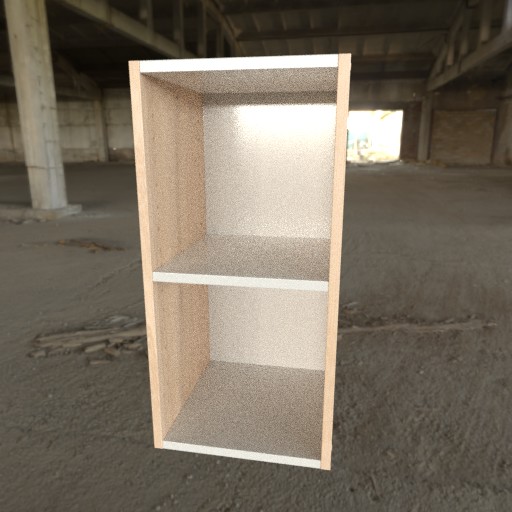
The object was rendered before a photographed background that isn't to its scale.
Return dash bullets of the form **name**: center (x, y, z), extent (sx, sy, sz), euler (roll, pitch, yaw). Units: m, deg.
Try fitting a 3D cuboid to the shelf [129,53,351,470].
- **shelf**: center (0.000, 0.000, 0.775), extent (0.290, 0.594, 0.297), euler (3, 15, 10)
